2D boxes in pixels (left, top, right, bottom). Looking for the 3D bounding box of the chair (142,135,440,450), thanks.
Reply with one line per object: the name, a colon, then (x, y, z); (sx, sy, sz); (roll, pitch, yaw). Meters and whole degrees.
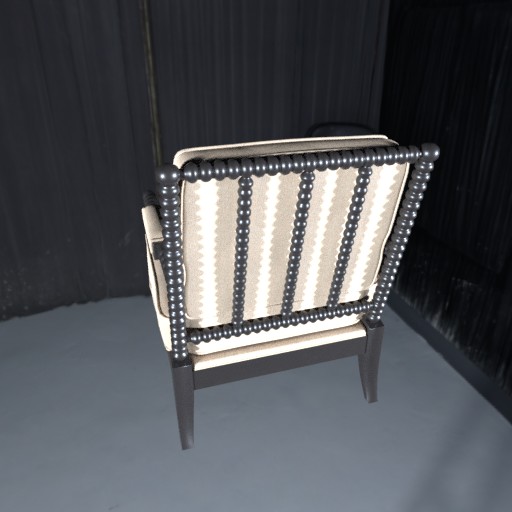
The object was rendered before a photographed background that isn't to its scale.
chair: (0.000, 0.000, 1.177); (0.555, 0.703, 0.657); (-8, 28, -15)
